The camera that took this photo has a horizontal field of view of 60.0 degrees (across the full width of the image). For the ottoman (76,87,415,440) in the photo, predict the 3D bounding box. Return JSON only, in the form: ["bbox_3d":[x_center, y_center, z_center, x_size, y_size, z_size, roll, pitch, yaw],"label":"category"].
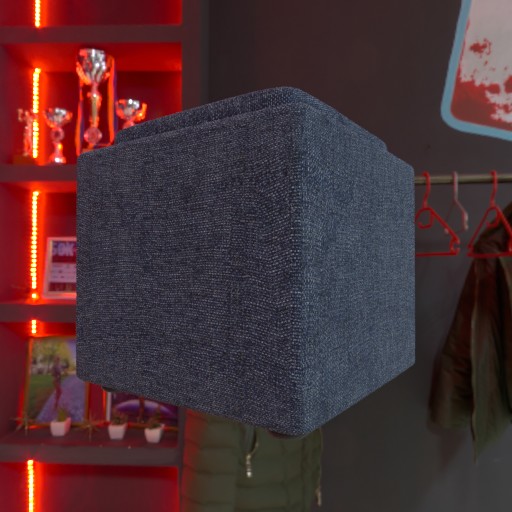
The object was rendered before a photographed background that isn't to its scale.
[{"bbox_3d":[0.000,0.000,0.808,0.450,0.460,0.450,-1,-1,35],"label":"ottoman"}]
